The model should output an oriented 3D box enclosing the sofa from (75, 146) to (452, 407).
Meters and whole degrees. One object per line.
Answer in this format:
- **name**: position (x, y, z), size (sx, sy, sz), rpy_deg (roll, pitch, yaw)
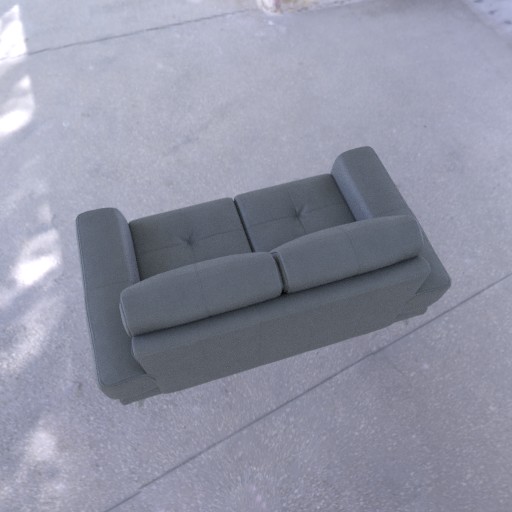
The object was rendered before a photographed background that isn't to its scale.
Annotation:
- **sofa**: position (0.000, 0.000, 2.387), size (1.806, 0.907, 1.018), rpy_deg (-15, 60, -9)
